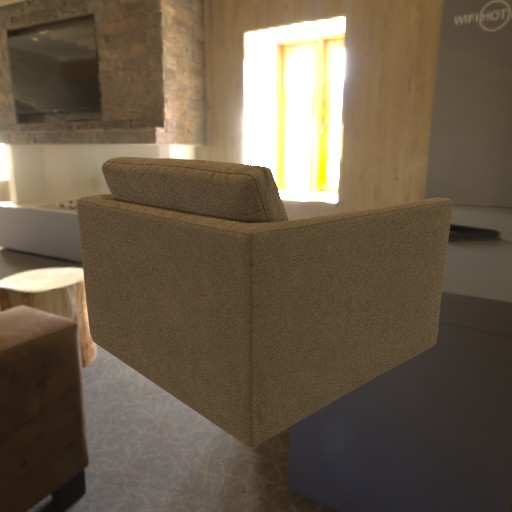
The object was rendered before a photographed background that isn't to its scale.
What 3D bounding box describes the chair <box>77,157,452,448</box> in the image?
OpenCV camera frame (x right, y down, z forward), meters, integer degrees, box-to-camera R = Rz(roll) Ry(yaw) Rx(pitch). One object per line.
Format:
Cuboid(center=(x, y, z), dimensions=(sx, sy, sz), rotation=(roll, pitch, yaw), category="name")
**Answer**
Cuboid(center=(0.000, 0.000, 1.875), dimensions=(1.091, 0.845, 1.190), rotation=(-13, 19, -43), category="chair")
